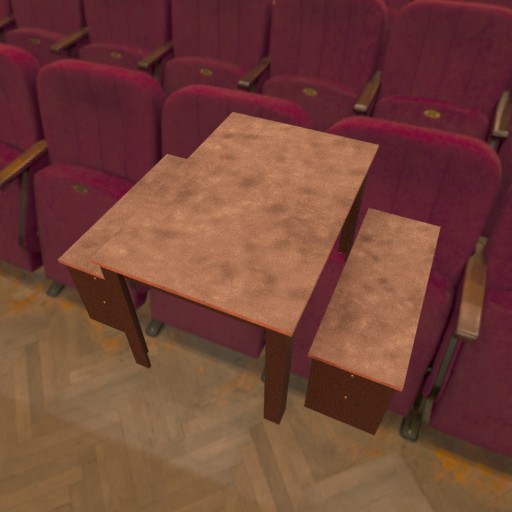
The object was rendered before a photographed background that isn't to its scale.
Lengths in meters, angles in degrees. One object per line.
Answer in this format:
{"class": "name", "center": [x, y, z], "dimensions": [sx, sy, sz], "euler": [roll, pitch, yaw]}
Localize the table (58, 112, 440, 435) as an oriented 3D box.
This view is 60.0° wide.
{"class": "table", "center": [0.000, 0.000, 1.996], "dimensions": [1.443, 0.700, 1.100], "euler": [18, 49, 16]}
